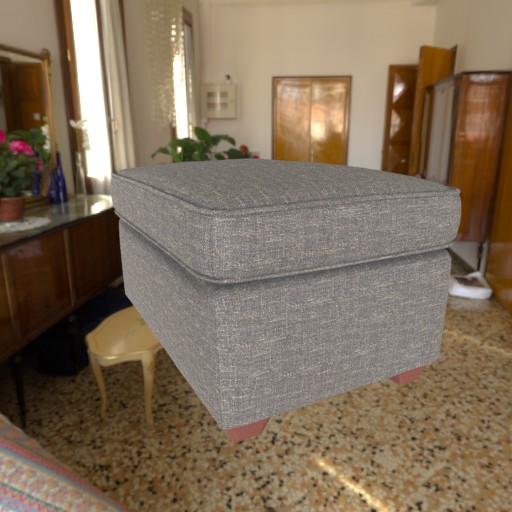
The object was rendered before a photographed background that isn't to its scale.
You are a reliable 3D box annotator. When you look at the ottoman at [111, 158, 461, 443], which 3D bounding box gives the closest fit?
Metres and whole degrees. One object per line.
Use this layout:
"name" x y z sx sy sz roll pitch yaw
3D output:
"ottoman" 0.000 0.000 1.075 0.549 0.450 0.749 -8 18 -27
